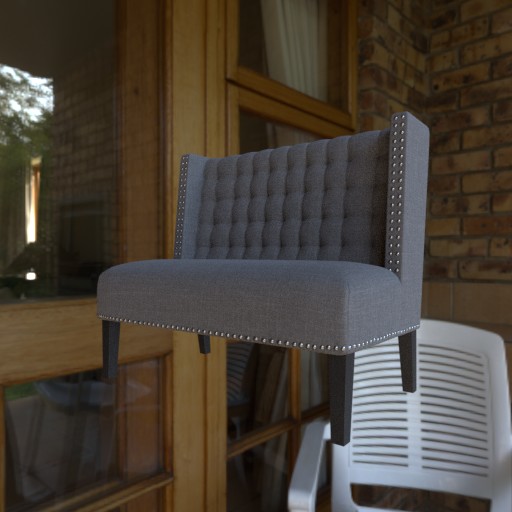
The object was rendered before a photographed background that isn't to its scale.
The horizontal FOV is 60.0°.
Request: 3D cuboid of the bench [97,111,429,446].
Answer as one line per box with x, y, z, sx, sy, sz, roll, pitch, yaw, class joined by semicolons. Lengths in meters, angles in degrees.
0.000;0.000;1.966;1.276;1.121;0.842;0;0;37;bench
